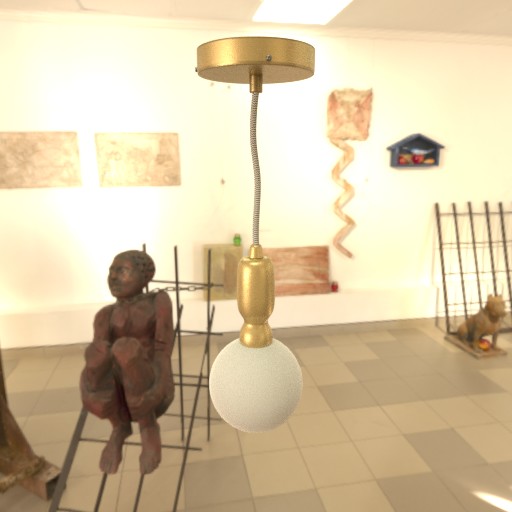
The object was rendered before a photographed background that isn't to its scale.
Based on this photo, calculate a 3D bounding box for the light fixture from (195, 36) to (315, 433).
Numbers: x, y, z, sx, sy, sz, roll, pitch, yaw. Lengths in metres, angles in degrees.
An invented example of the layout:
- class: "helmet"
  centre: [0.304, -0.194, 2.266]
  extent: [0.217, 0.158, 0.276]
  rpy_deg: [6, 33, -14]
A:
- class: "light fixture"
  centre: [0.000, 0.000, 0.594]
  extent: [0.147, 0.510, 0.146]
  rpy_deg: [-2, 13, -11]
